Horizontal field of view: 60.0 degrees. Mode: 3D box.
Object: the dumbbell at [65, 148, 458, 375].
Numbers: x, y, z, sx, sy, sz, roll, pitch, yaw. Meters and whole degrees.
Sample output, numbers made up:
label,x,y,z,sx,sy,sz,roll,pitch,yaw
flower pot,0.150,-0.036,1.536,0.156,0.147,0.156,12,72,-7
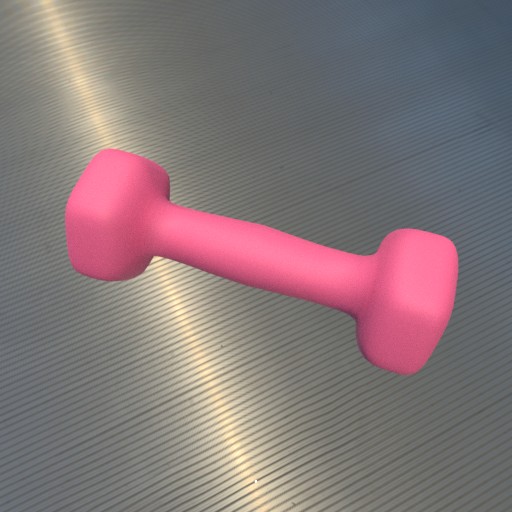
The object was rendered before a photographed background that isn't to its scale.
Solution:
label,x,y,z,sx,sy,sz,roll,pitch,yaw
dumbbell,0.000,0.000,0.177,0.146,0.053,0.058,17,64,8
